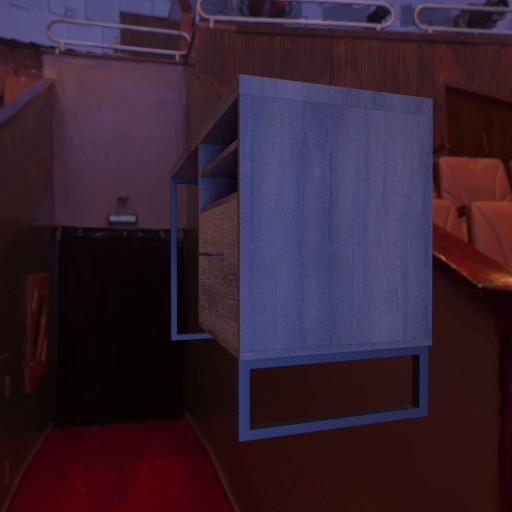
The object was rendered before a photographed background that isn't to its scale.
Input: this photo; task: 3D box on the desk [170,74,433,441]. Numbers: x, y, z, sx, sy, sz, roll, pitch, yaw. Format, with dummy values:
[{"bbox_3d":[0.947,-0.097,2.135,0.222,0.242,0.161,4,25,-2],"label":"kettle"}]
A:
[{"bbox_3d":[0.000,0.000,1.509,0.511,0.752,1.134,0,1,-18],"label":"desk"}]
